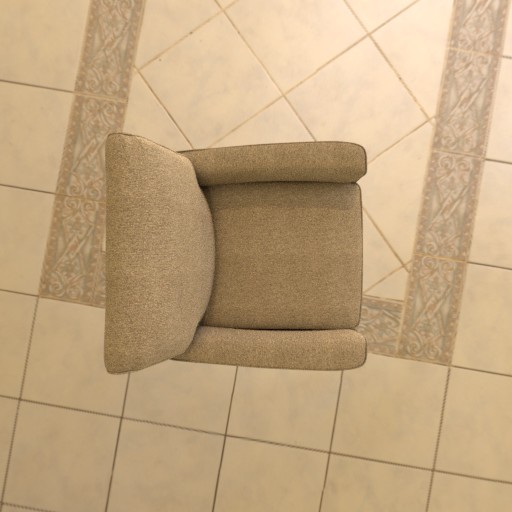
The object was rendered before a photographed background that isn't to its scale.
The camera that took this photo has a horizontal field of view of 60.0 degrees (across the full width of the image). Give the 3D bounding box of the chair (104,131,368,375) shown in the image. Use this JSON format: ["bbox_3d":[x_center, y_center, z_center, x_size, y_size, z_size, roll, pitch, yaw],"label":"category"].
[{"bbox_3d":[0.000,0.000,1.701,0.858,1.028,0.841,0,90,0],"label":"chair"}]
